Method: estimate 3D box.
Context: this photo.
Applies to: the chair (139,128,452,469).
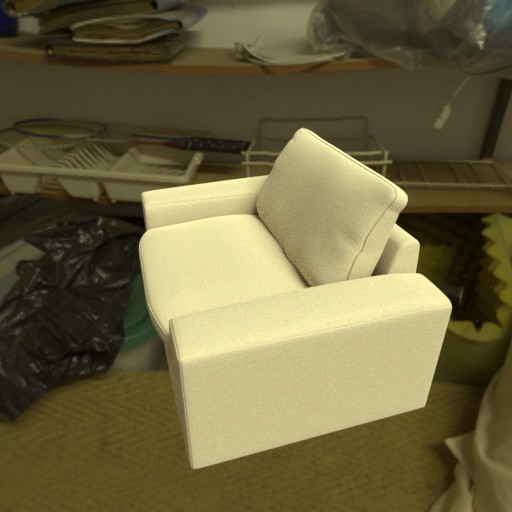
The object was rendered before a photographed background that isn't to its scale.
[{"bbox_3d":[0.000,0.000,2.060,1.039,0.915,1.398,-9,31,-15],"label":"chair"}]
